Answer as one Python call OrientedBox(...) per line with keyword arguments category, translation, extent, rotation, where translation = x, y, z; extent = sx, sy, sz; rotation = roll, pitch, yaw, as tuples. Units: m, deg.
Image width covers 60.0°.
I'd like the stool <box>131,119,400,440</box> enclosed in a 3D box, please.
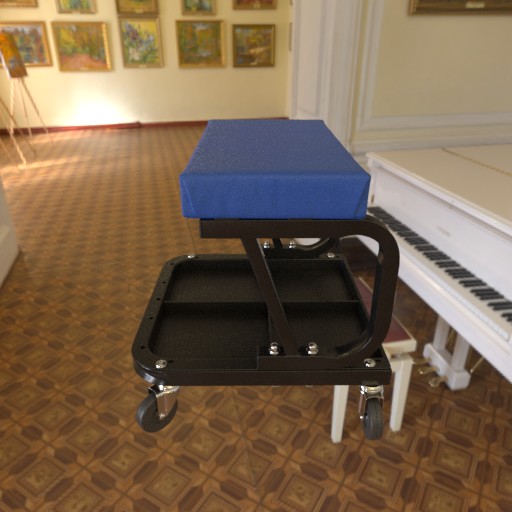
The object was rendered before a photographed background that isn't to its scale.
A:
OrientedBox(category="stool", translation=(0.000, 0.000, 0.728), extent=(0.371, 0.380, 0.446), rotation=(0, 26, 0))
